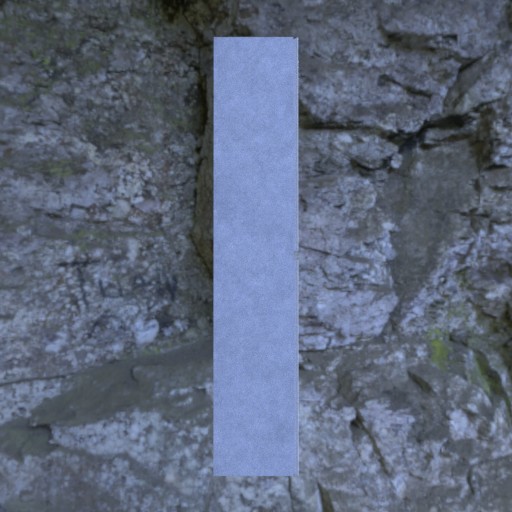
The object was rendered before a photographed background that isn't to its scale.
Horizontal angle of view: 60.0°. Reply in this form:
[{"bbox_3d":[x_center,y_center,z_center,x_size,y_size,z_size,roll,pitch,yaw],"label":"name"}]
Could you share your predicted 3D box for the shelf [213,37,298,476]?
[{"bbox_3d":[0.000,0.000,1.564,0.270,1.400,0.300,0,-1,0],"label":"shelf"}]
